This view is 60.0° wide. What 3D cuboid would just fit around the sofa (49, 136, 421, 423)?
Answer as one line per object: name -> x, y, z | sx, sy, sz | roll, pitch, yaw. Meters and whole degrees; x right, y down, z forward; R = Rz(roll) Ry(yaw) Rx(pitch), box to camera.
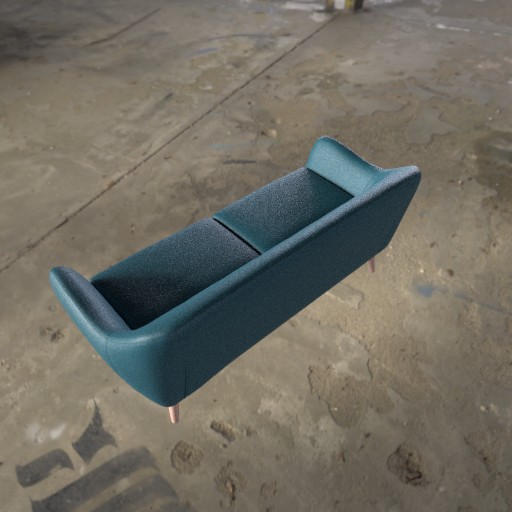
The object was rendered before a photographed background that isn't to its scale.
sofa -> 0.000, 0.000, 2.326 | 1.840, 0.836, 0.820 | -32, 52, -28
